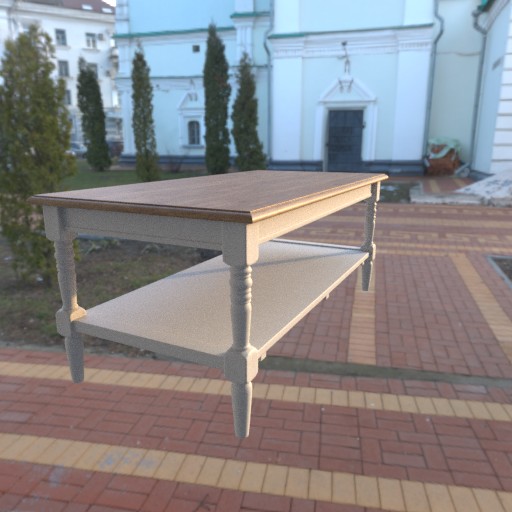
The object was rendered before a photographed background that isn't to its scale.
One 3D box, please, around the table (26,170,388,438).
[{"bbox_3d":[0.000,0.000,1.380,0.559,0.458,1.118,7,16,26],"label":"table"}]
